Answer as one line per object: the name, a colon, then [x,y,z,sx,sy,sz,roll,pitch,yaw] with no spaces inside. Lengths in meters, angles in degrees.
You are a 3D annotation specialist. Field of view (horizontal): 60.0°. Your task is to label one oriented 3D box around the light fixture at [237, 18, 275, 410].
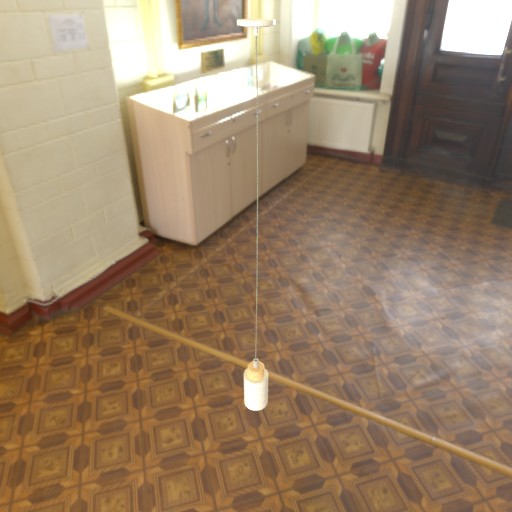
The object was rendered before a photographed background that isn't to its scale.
light fixture: [0.000,0.000,1.908,0.125,1.798,0.125,-9,32,-14]
